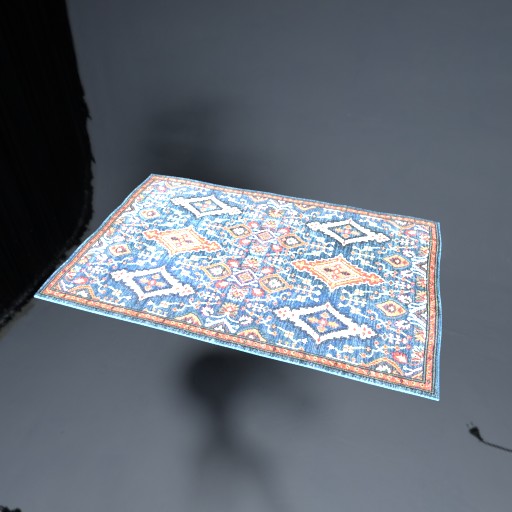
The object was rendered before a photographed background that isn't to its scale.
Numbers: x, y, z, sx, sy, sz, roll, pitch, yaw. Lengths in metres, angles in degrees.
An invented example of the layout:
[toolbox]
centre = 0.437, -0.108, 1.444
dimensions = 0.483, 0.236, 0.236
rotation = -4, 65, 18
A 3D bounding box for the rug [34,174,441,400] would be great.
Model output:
[rug]
centre = 0.000, 0.000, 2.319
dimensions = 1.847, 0.014, 1.195
rotation = 12, 42, 13
